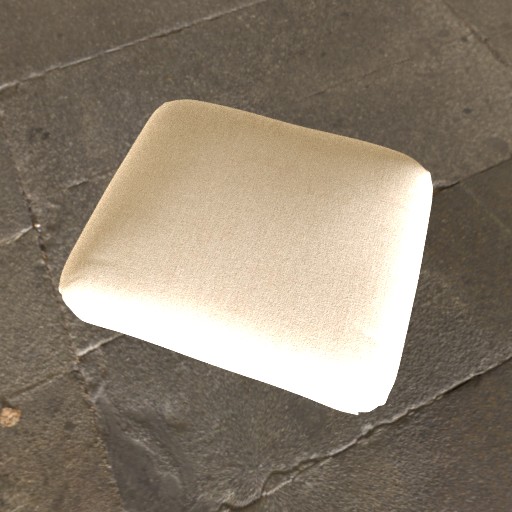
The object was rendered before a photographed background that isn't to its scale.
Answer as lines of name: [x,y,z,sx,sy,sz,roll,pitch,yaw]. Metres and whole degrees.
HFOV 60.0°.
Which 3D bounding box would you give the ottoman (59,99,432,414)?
ottoman: [0.000,0.000,1.133,0.747,0.450,0.622,17,65,8]
